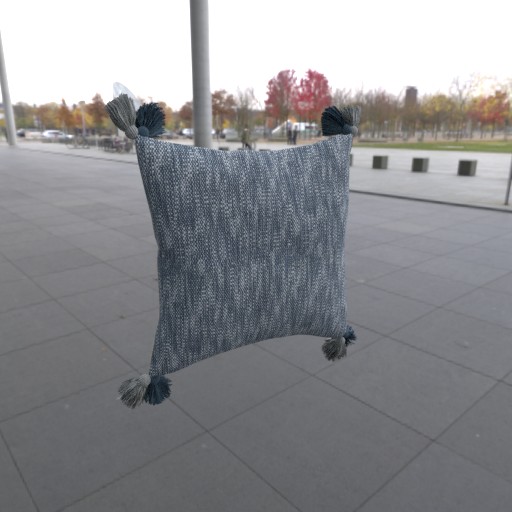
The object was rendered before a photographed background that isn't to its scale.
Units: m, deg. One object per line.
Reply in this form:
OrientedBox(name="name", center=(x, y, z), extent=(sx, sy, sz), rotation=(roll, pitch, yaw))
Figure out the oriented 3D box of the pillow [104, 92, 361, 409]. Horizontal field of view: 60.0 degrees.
OrientedBox(name="pillow", center=(0.000, 0.000, 0.934), extent=(0.614, 0.634, 0.138), rotation=(-8, 18, -25))
